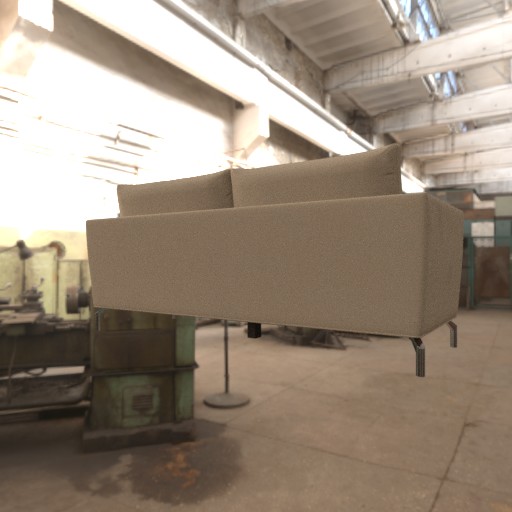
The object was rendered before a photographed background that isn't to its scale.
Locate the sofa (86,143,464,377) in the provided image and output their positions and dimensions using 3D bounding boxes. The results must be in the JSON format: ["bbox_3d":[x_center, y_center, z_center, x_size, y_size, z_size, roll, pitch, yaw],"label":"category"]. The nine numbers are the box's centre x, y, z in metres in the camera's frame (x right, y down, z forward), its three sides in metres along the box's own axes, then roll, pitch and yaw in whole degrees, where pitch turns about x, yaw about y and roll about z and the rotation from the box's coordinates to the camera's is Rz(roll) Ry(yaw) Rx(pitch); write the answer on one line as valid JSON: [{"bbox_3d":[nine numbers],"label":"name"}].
[{"bbox_3d":[0.000,0.000,2.715,2.214,1.005,0.868,0,-1,34],"label":"sofa"}]
